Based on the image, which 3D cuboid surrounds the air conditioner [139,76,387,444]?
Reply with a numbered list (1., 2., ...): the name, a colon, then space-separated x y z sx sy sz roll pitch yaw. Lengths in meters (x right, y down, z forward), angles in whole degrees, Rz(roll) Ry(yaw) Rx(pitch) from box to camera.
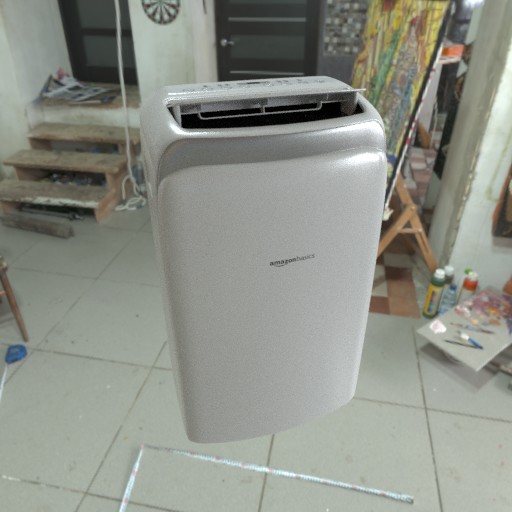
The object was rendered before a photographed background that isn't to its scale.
1. air conditioner: 0.000 0.000 1.037 0.449 0.786 0.414 -10 33 -15
